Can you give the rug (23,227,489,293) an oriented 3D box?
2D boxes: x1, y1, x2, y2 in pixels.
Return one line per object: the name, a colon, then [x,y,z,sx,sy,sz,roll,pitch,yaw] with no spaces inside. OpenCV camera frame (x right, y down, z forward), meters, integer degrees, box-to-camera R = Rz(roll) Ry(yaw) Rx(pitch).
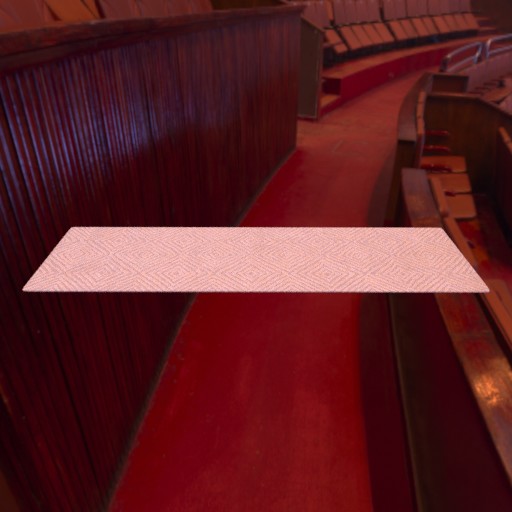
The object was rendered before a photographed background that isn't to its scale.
rug: [0.000,0.000,2.439,2.277,0.008,0.676,0,31,0]
